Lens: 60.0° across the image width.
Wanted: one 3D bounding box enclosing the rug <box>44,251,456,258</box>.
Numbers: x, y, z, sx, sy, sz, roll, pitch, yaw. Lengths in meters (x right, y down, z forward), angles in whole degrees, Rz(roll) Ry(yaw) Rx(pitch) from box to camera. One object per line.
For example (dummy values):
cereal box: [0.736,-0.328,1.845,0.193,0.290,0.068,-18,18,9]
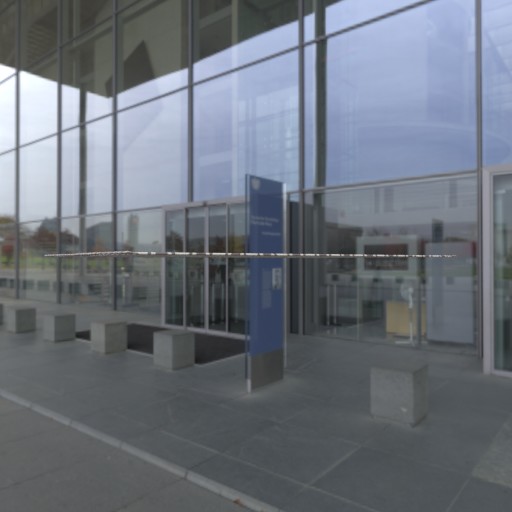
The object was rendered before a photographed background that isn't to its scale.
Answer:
rug: [0.000,0.000,3.076,2.425,0.014,1.563,0,-1,-36]
